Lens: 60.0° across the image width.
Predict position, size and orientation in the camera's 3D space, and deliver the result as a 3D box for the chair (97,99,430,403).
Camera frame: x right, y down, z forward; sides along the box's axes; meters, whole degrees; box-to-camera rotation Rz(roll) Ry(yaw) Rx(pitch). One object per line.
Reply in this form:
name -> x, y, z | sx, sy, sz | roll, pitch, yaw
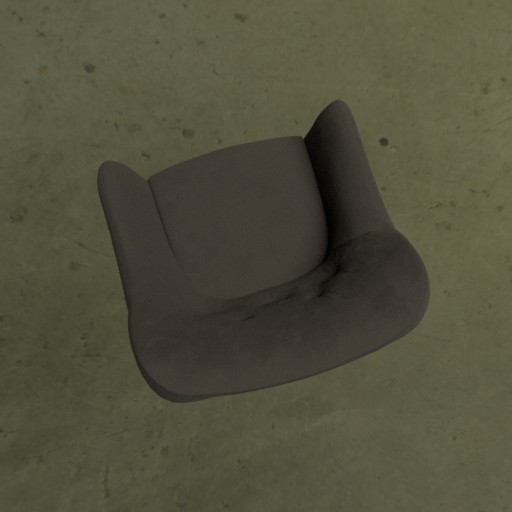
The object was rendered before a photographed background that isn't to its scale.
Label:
chair -> 0.000, 0.000, 1.500 | 0.840, 0.807, 0.819 | -16, 76, -4
